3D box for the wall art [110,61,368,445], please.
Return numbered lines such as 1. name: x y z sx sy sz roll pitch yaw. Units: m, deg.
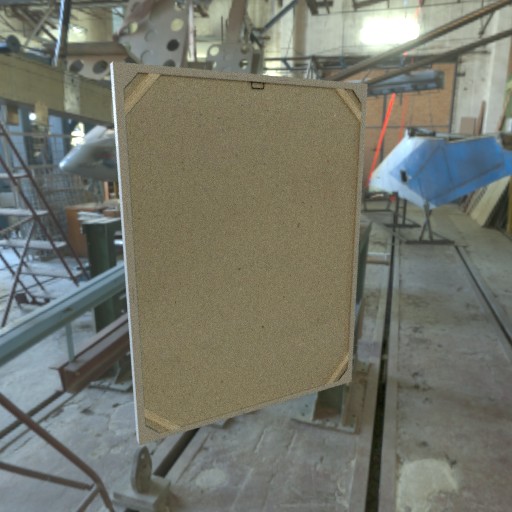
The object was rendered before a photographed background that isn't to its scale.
1. wall art: 0.000 0.000 1.586 0.914 1.212 0.038 -7 15 -27
